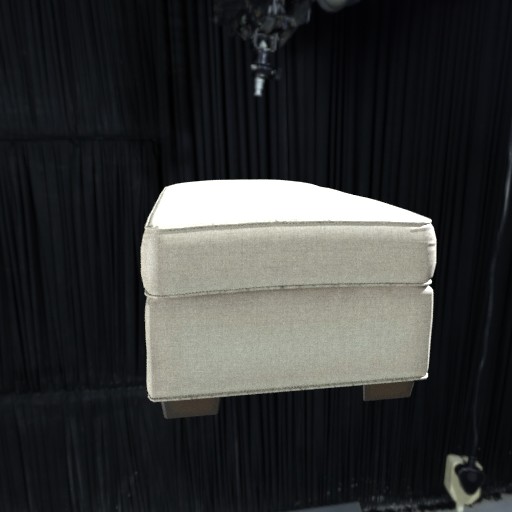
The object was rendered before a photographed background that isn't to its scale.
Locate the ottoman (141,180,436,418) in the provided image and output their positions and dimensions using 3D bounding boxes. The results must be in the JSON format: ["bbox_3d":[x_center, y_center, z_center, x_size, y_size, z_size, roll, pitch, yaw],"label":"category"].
[{"bbox_3d":[0.000,0.000,1.423,0.617,0.448,1.097,-2,13,-9],"label":"ottoman"}]
